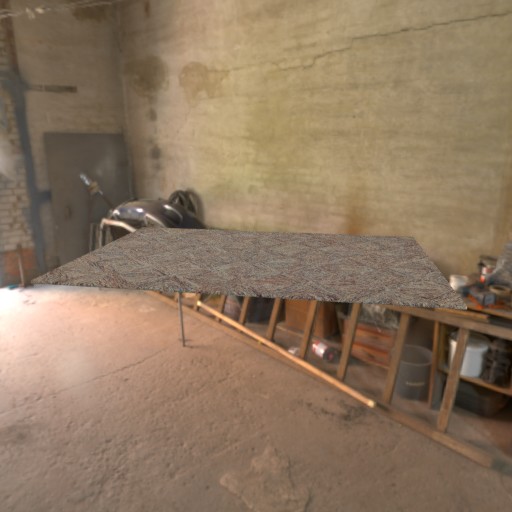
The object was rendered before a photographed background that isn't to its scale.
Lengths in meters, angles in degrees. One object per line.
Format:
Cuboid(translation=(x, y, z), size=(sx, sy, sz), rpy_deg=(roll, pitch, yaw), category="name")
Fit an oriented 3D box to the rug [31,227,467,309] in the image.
Cuboid(translation=(0.000, 0.000, 3.001), size=(2.285, 0.019, 1.523), rpy_deg=(3, 15, 9), category="rug")
